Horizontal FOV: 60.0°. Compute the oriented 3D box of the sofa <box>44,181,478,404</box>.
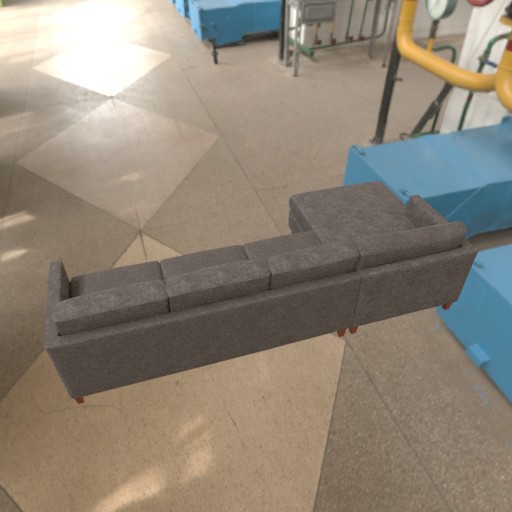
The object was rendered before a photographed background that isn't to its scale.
[{"bbox_3d":[0.000,0.000,4.079,3.471,0.954,1.606,-11,42,-13],"label":"sofa"}]
